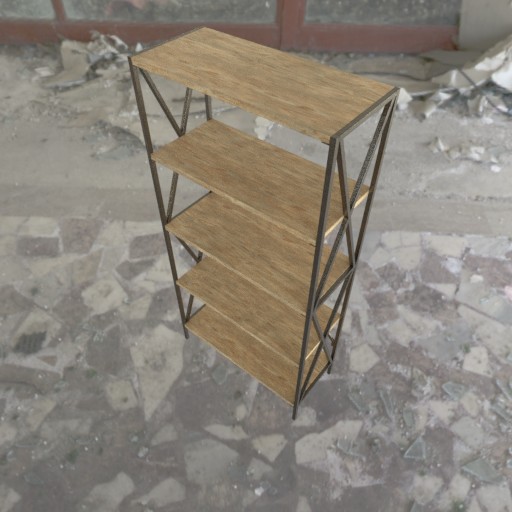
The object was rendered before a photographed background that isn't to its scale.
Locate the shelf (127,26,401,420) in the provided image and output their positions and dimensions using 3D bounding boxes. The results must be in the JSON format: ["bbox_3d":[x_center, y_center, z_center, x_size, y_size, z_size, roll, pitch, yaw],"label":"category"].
[{"bbox_3d":[0.000,0.000,2.150,0.874,1.803,0.386,30,53,26],"label":"shelf"}]
